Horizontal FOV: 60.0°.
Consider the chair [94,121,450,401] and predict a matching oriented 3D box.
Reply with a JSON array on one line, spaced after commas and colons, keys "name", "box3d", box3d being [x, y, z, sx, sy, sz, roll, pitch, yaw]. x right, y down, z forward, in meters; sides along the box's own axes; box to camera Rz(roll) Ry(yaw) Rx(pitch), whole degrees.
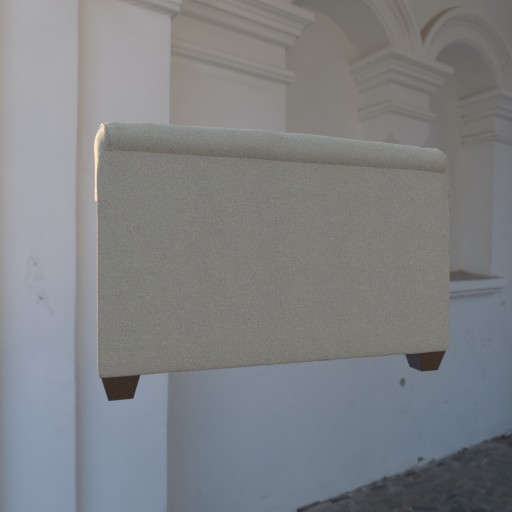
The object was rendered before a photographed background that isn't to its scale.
[{"name": "chair", "box3d": [0.000, 0.000, 2.072, 1.383, 0.948, 1.000, 0, 0, -17]}]
